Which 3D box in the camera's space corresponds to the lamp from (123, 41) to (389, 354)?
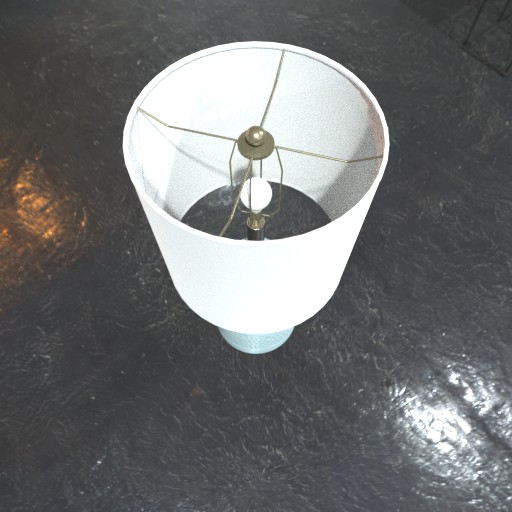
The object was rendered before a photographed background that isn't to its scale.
[{"bbox_3d":[0.000,0.000,1.087,0.418,0.871,0.418,-34,68,-16],"label":"lamp"}]
